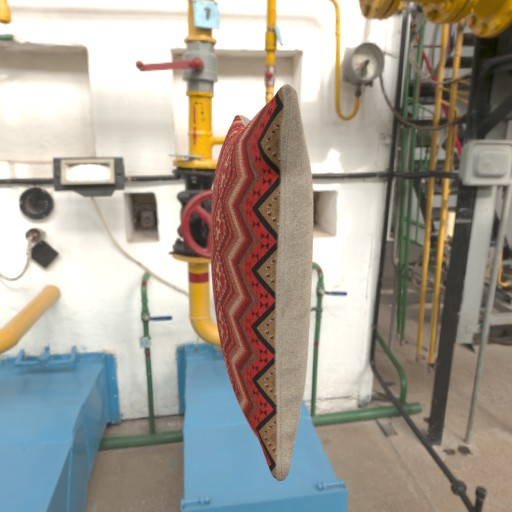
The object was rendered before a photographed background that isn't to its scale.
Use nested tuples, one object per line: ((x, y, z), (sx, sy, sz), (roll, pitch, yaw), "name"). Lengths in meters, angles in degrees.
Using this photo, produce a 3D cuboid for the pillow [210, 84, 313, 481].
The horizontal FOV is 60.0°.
((0.000, 0.000, 0.781), (0.158, 0.511, 0.513), (-2, 15, -8), "pillow")
